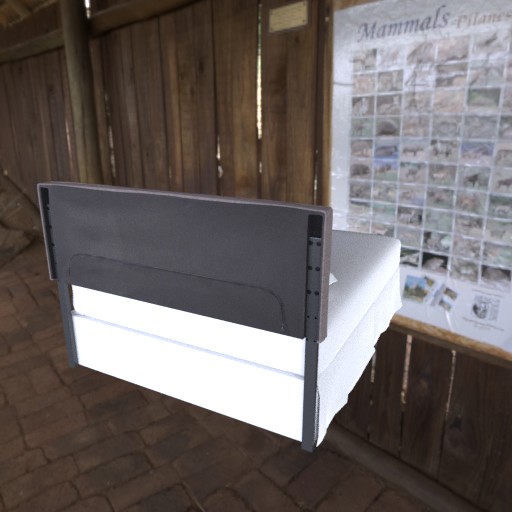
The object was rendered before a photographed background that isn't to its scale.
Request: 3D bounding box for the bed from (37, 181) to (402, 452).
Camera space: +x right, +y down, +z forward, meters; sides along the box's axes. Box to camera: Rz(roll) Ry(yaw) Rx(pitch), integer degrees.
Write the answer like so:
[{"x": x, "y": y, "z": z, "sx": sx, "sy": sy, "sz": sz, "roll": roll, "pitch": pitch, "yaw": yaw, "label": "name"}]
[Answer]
[{"x": 0.000, "y": 0.000, "z": 2.888, "sx": 1.610, "sy": 1.089, "sz": 1.894, "roll": 9, "pitch": 19, "yaw": 27, "label": "bed"}]
